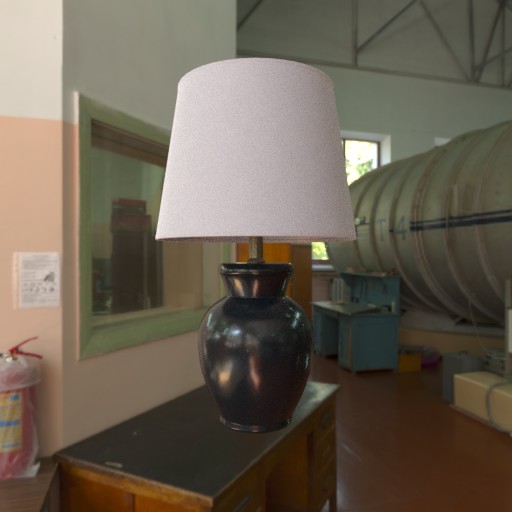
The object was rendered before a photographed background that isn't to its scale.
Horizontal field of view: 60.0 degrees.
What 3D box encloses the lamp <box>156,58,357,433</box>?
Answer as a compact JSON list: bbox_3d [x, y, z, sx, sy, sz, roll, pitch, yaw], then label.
[{"bbox_3d":[0.000,0.000,0.540,0.239,0.399,0.239,0,0,0],"label":"lamp"}]
